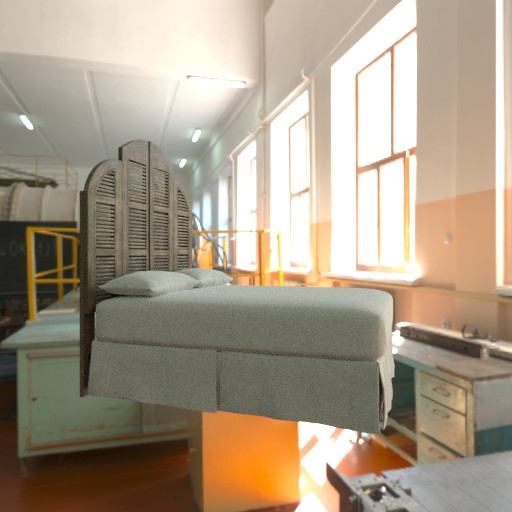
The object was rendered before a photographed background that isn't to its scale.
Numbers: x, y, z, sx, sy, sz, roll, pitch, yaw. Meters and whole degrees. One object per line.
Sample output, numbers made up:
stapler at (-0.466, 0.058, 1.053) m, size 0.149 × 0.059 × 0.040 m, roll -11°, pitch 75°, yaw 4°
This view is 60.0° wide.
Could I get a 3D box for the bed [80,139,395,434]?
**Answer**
bed at (0.000, 0.000, 3.598) m, size 2.138 × 2.019 × 1.713 m, roll 0°, pitch 0°, yaw 19°
